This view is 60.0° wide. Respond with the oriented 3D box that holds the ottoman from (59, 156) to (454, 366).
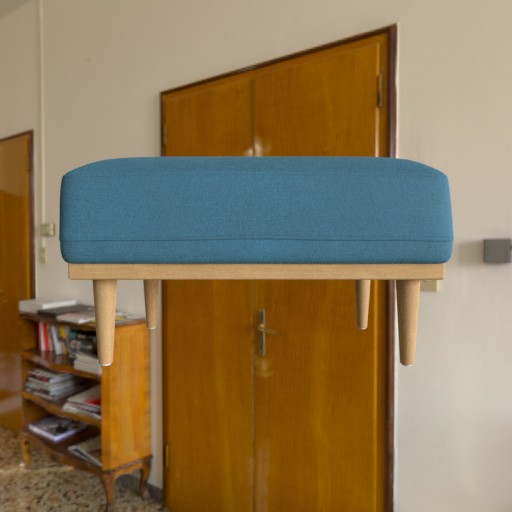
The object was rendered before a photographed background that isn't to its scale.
[{"bbox_3d":[0.000,0.000,1.081,0.749,0.428,0.549,0,2,0],"label":"ottoman"}]
